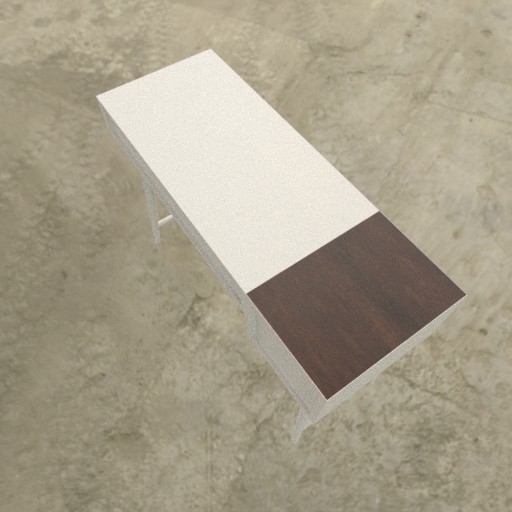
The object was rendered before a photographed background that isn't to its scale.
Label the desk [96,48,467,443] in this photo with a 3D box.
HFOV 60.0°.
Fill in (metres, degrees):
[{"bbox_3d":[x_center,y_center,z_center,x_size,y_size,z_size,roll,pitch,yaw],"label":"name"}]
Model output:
[{"bbox_3d":[0.000,0.000,1.469,0.409,0.761,1.069,-31,64,-17],"label":"desk"}]
